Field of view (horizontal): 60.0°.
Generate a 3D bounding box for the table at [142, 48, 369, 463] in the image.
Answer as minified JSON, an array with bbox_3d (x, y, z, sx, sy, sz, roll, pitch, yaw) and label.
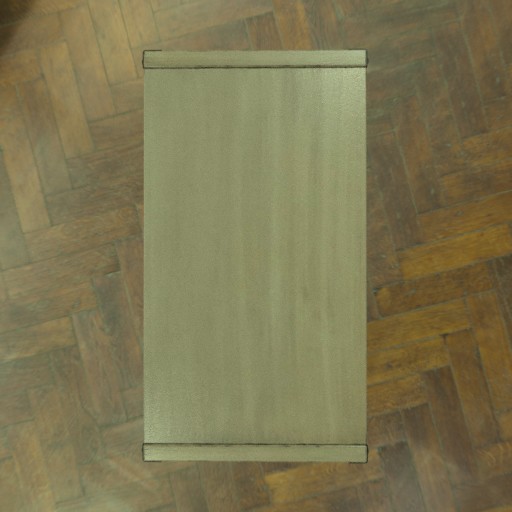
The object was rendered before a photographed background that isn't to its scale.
[{"bbox_3d":[0.000,0.000,1.300,0.559,0.456,1.016,0,90,1],"label":"table"}]
